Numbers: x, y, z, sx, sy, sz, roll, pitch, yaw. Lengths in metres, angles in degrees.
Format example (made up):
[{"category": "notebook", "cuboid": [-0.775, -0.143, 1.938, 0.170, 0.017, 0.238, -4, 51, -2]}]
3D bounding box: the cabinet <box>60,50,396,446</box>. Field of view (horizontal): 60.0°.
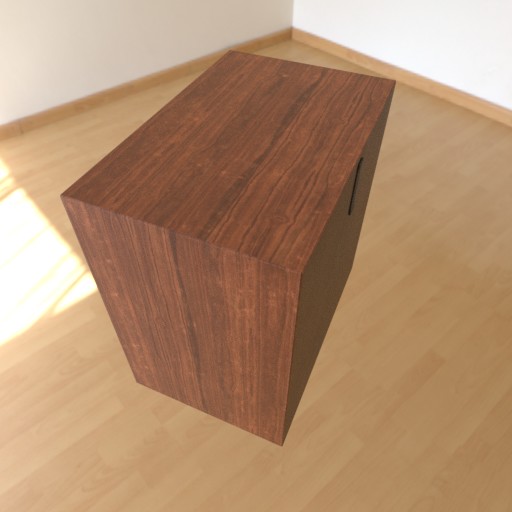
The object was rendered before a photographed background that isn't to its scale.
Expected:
[{"category": "cabinet", "cuboid": [0.000, 0.000, 1.080, 0.410, 0.695, 0.607, 18, 49, 16]}]
